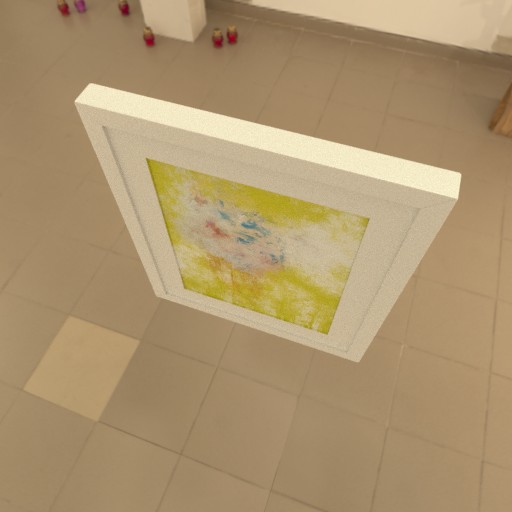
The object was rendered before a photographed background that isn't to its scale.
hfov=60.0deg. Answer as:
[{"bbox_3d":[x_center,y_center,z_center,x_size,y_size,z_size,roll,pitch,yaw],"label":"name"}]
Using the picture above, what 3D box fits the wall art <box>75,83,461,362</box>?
[{"bbox_3d":[0.000,0.000,0.529,0.331,0.381,0.028,17,60,10],"label":"wall art"}]
